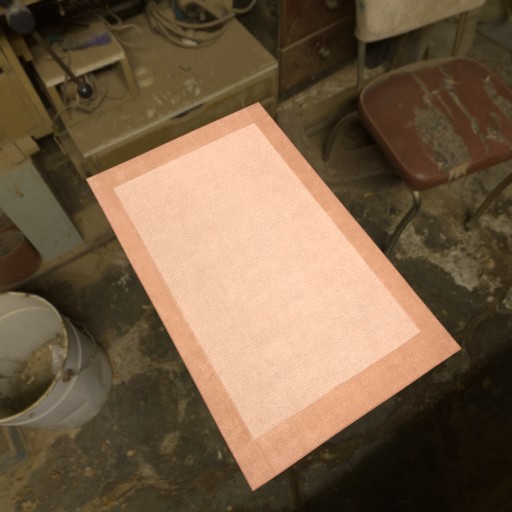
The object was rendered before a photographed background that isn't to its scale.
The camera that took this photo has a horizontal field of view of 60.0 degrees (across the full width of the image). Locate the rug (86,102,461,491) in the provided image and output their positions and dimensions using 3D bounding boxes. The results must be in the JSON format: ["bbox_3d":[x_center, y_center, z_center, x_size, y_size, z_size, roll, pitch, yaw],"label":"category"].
[{"bbox_3d":[0.000,0.000,3.059,1.524,0.014,2.438,-29,67,-13],"label":"rug"}]
